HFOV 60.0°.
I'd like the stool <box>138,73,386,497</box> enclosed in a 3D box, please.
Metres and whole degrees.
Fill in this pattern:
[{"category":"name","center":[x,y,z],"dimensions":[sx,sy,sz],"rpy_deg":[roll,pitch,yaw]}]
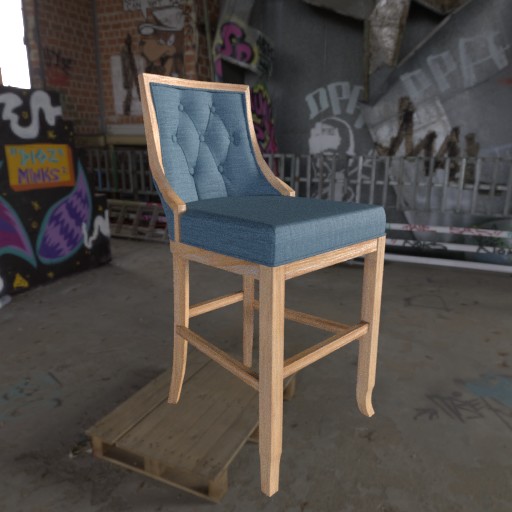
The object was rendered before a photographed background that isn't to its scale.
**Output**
[{"category":"stool","center":[0.000,0.000,1.417],"dimensions":[0.524,1.101,0.626],"rpy_deg":[-14,20,-43]}]
